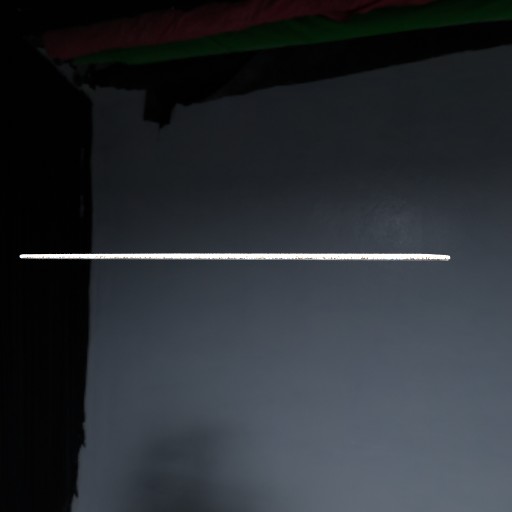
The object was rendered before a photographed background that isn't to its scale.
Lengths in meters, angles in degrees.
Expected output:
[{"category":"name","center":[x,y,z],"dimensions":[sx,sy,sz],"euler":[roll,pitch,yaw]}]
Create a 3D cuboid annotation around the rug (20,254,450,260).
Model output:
[{"category":"rug","center":[0.000,0.000,4.093],"dimensions":[3.047,0.029,2.438],"euler":[0,0,17]}]
